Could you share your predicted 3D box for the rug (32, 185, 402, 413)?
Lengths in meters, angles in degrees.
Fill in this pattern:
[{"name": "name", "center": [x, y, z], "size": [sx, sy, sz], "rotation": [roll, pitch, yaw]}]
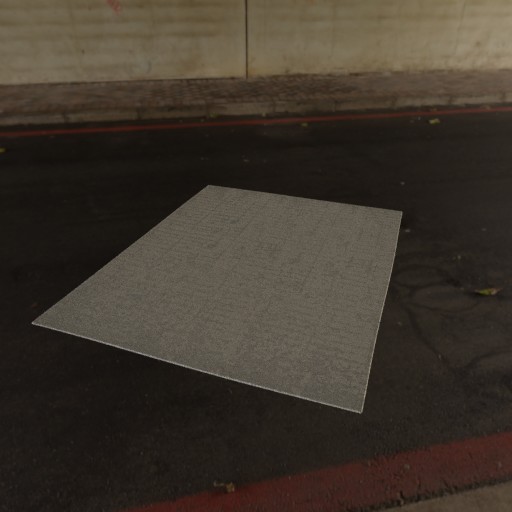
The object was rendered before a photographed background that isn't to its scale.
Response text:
[{"name": "rug", "center": [0.000, 0.000, 4.174], "size": [2.447, 0.014, 3.061], "rotation": [10, 31, 17]}]
